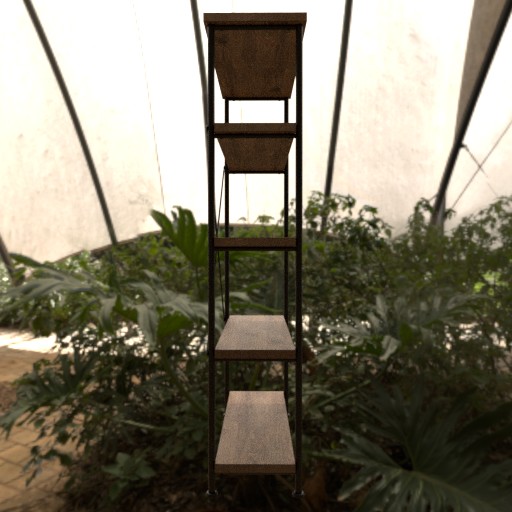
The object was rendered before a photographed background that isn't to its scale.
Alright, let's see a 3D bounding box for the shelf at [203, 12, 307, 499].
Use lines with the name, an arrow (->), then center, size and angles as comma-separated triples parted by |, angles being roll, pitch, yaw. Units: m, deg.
shelf -> 0.000, 0.000, 1.948 | 0.360, 1.700, 0.800 | 0, 1, 0
